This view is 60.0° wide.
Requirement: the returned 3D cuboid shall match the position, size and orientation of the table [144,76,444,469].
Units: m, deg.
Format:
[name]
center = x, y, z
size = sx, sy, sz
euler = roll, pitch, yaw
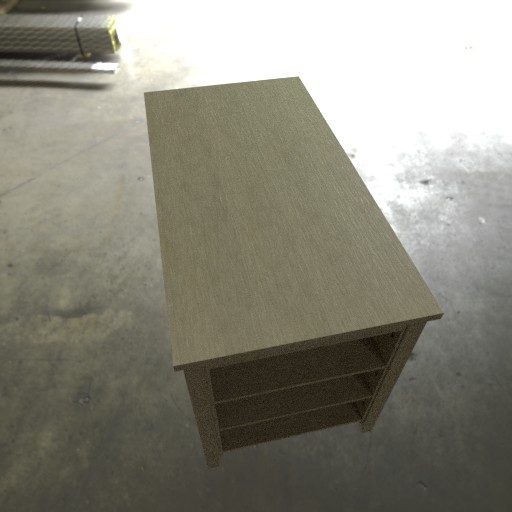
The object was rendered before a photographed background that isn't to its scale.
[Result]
[table]
center = 0.000, 0.000, 1.924
size = 0.729, 0.874, 1.397
euler = -9, 49, -8
